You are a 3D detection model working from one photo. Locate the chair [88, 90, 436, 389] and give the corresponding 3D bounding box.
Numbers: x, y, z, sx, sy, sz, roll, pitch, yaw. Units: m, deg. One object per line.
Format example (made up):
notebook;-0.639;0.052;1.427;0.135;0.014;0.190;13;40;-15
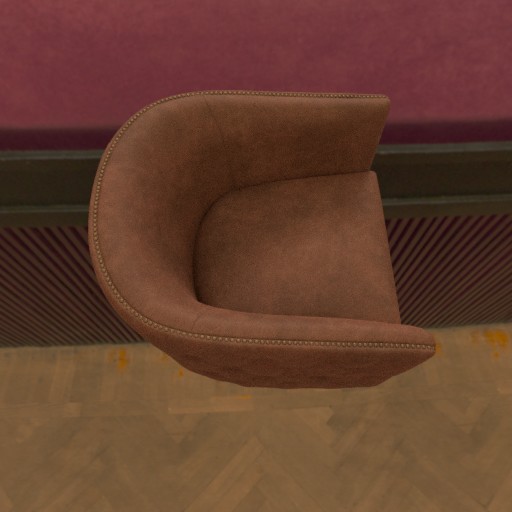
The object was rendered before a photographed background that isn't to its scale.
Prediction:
chair;0.000;0.000;1.503;0.870;0.790;0.850;-1;65;0
